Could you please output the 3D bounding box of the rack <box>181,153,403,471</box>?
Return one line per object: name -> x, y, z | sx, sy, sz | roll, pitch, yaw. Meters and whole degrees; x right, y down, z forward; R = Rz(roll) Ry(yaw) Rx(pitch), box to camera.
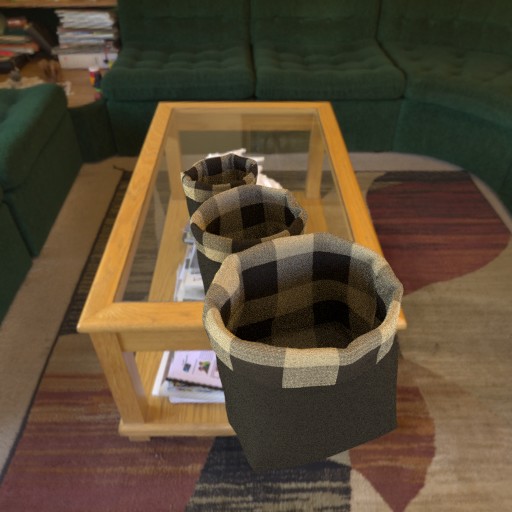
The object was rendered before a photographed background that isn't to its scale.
rack -> 0.000, 0.000, 1.080 | 0.370, 0.329, 0.889 | -12, 43, -14
